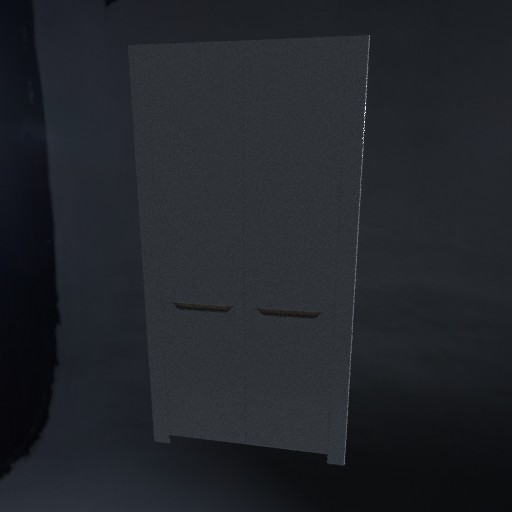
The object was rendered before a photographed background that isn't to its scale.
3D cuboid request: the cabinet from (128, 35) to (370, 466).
[{"bbox_3d":[0.000,0.000,2.276,0.980,1.920,0.580,3,15,10],"label":"cabinet"}]
